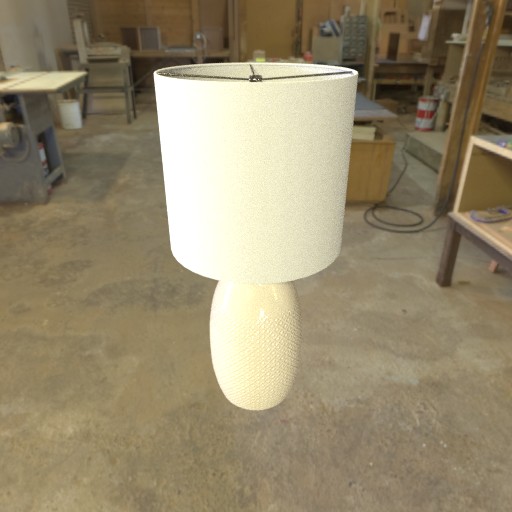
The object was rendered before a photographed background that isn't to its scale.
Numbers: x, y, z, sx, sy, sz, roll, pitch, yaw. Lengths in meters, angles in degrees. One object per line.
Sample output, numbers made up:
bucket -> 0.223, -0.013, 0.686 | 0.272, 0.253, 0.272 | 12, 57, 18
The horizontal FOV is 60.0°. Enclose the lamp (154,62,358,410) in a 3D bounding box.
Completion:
lamp -> 0.000, 0.000, 0.584 | 0.217, 0.453, 0.217 | -2, 28, -4
